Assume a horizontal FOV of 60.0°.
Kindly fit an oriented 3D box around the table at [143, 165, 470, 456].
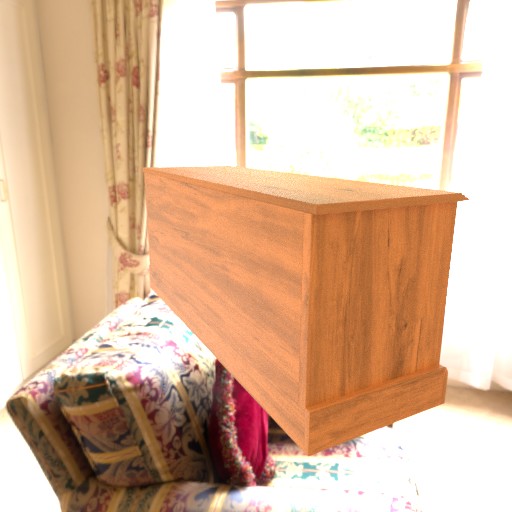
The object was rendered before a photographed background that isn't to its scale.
[{"bbox_3d":[0.000,0.000,1.432,0.400,0.510,1.200,-8,16,-27],"label":"table"}]
